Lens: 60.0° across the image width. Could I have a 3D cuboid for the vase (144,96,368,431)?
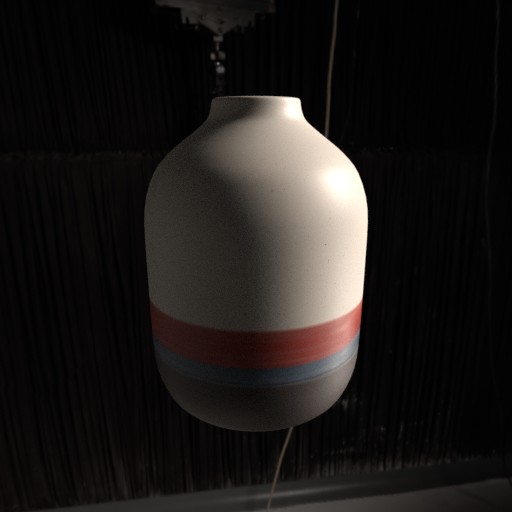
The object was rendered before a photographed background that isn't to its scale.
[{"bbox_3d":[0.000,0.000,0.354,0.169,0.237,0.169,0,16,0],"label":"vase"}]
